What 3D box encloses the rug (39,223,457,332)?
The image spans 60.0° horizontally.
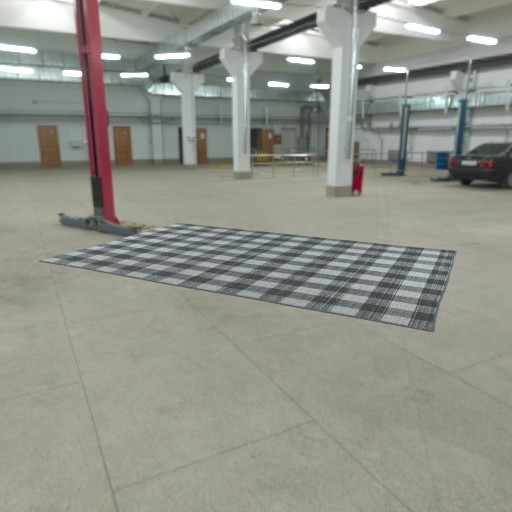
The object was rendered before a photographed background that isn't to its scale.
[{"bbox_3d":[0.000,0.000,3.082,2.476,0.011,1.554,7,17,26],"label":"rug"}]
